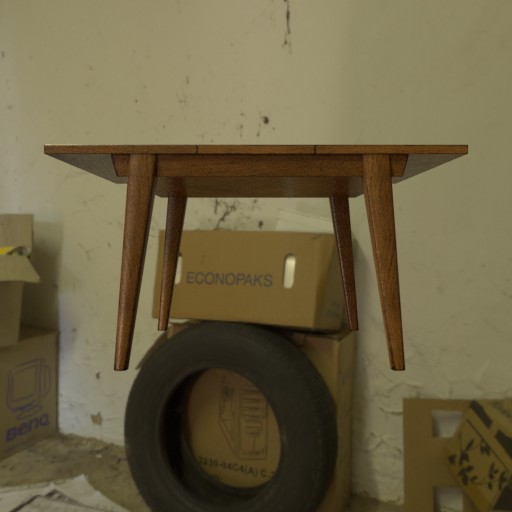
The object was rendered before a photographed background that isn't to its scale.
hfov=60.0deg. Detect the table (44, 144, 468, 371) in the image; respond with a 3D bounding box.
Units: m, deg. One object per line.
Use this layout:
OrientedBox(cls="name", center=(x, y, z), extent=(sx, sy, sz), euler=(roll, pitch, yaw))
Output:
OrientedBox(cls="table", center=(0.000, 0.000, 1.853), extent=(1.400, 0.760, 0.757), euler=(0, 2, 0))
